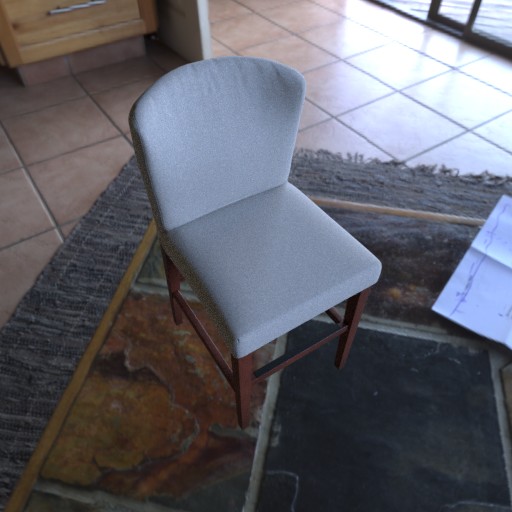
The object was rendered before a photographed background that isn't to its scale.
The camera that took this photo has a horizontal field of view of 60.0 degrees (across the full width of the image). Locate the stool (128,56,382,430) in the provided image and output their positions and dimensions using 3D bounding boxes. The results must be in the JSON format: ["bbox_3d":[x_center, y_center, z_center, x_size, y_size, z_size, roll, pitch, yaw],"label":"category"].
[{"bbox_3d":[0.000,0.000,1.325,0.479,0.968,0.568,-25,52,-21],"label":"stool"}]
